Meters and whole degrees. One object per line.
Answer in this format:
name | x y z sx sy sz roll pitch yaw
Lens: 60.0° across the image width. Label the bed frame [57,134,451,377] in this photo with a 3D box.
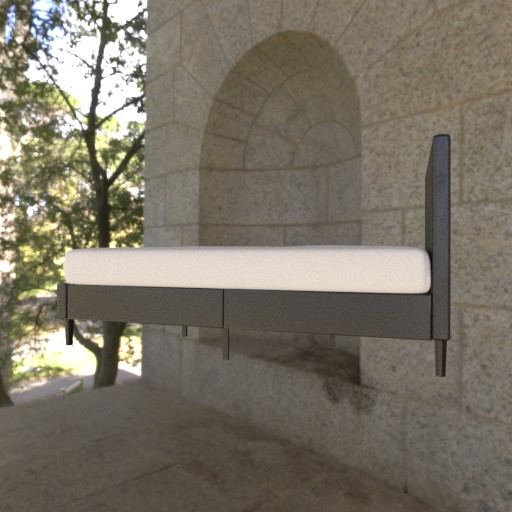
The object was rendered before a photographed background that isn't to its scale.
bed frame | 0.000 0.000 2.562 2.152 1.046 1.038 0 0 19
